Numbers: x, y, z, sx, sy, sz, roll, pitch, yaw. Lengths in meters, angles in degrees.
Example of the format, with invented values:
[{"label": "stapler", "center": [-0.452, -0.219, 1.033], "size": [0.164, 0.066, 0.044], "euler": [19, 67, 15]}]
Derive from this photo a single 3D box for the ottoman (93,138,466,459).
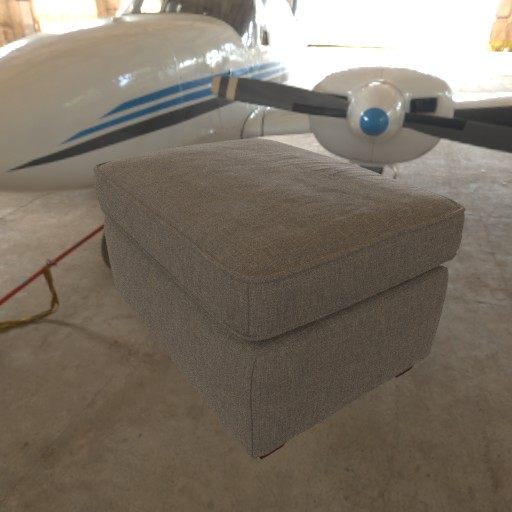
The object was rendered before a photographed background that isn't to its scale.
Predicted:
[{"label": "ottoman", "center": [0.000, 0.000, 1.099], "size": [0.559, 0.457, 0.762], "euler": [-18, 32, -31]}]
